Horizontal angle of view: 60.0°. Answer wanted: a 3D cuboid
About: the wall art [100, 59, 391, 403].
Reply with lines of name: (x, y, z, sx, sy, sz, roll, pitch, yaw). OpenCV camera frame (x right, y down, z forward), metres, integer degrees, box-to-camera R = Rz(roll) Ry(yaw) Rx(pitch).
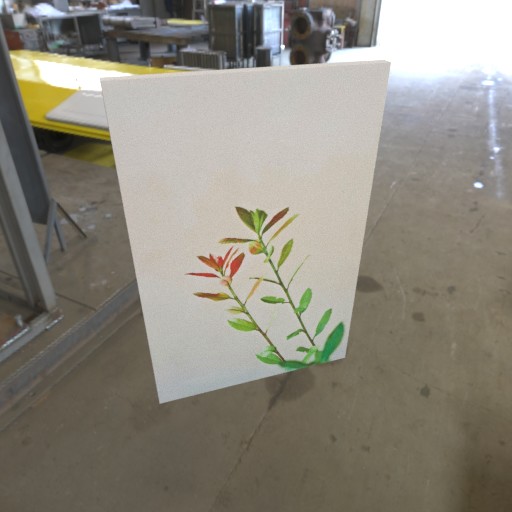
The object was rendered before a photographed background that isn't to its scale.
wall art: (0.000, 0.000, 1.445, 0.764, 1.143, 0.038, -10, 35, -15)
